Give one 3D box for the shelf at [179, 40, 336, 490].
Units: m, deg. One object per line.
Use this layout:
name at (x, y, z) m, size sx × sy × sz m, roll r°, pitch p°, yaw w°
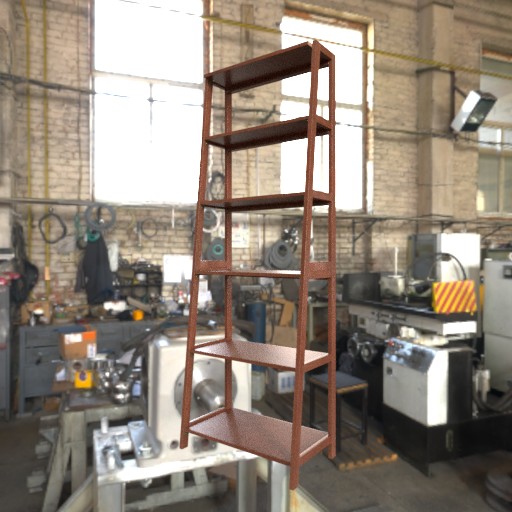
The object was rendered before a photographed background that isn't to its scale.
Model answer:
shelf at (0.000, 0.000, 2.134) m, size 0.660 × 1.892 × 0.382 m, roll 0°, pitch 0°, yaw 36°
